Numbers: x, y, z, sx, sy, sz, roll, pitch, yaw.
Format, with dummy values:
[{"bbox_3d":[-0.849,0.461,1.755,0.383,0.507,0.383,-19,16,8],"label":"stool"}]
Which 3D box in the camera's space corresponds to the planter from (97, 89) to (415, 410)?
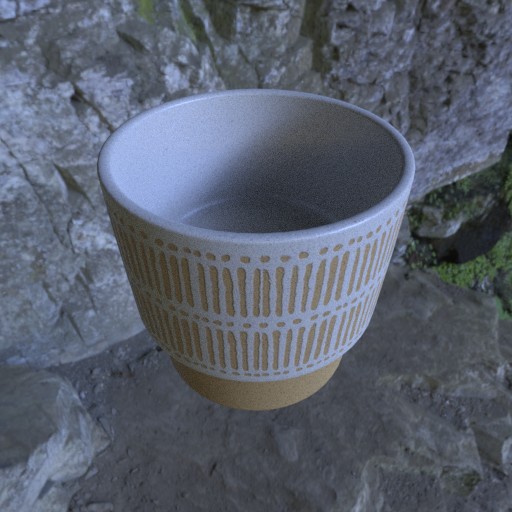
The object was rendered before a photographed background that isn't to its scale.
[{"bbox_3d":[0.000,0.000,0.553,0.317,0.303,0.317,0,41,0],"label":"planter"}]
